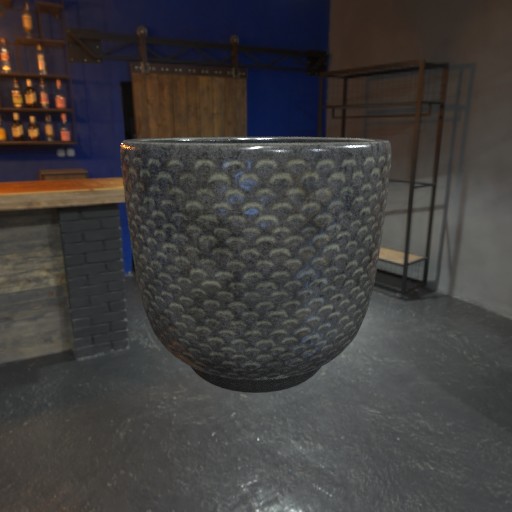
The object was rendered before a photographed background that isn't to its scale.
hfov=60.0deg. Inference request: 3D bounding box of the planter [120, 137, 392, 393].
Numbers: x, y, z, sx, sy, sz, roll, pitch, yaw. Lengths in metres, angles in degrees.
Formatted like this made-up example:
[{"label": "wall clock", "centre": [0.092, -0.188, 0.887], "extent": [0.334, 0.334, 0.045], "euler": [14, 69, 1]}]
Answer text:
[{"label": "planter", "centre": [0.000, 0.000, 0.253], "extent": [0.140, 0.129, 0.140], "euler": [0, 16, 0]}]
